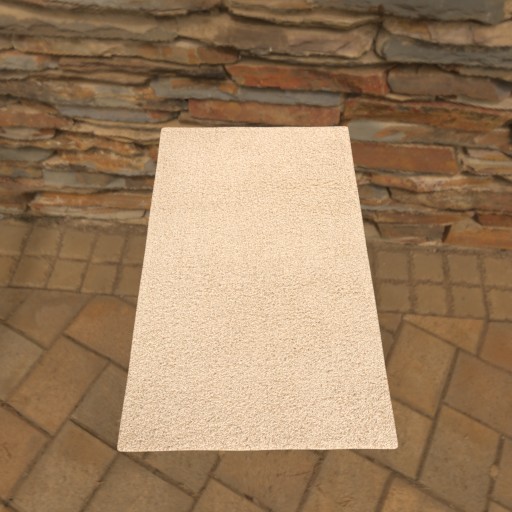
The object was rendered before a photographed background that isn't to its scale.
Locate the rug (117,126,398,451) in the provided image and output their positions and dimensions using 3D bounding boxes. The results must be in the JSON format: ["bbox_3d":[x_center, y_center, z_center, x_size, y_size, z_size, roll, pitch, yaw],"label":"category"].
[{"bbox_3d":[0.000,0.000,3.015,1.524,0.030,2.438,0,60,0],"label":"rug"}]
